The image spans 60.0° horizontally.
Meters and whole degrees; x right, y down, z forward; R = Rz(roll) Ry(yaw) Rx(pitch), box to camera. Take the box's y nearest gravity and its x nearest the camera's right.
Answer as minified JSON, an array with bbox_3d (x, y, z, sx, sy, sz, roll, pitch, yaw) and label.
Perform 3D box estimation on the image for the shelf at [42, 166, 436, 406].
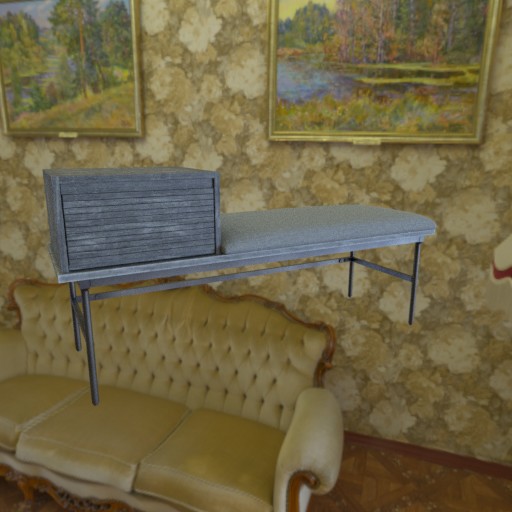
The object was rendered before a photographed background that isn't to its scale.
[{"bbox_3d":[0.000,0.000,1.610,1.342,0.633,0.457,-7,16,-27],"label":"shelf"}]
